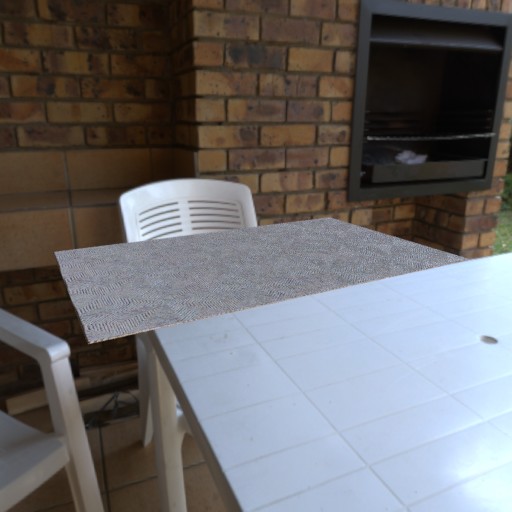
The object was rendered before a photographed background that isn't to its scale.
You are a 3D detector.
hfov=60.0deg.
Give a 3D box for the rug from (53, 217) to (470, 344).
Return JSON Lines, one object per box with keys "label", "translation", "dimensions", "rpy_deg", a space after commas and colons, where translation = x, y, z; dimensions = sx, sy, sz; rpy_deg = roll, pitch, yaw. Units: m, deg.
{"label": "rug", "translation": [0.000, 0.000, 3.041], "dimensions": [2.428, 0.007, 1.519], "rpy_deg": [-9, 19, -27]}
